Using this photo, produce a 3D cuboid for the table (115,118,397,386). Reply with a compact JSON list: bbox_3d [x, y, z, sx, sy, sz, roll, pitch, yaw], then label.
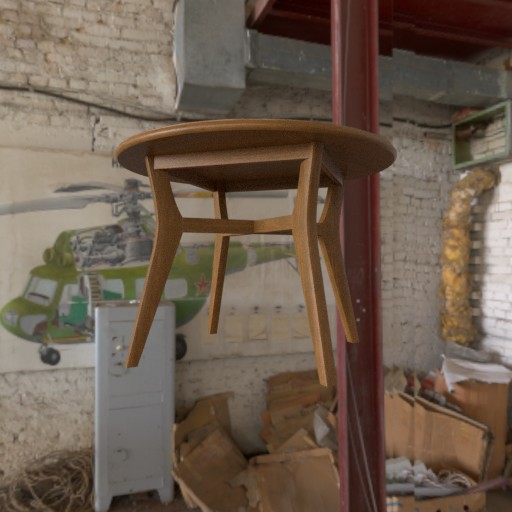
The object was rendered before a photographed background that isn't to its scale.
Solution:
[{"bbox_3d":[0.000,0.000,1.739,1.055,0.757,1.055,0,0,0],"label":"table"}]
